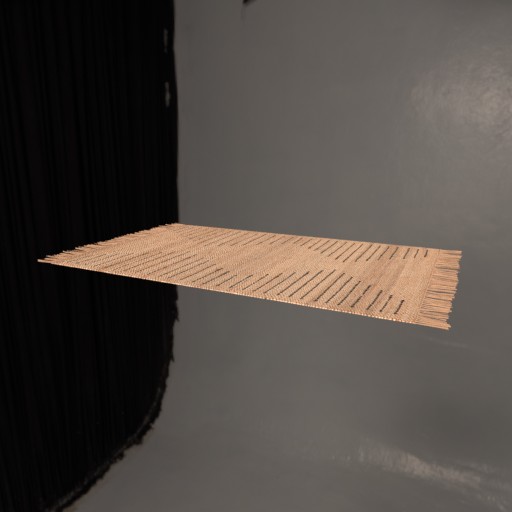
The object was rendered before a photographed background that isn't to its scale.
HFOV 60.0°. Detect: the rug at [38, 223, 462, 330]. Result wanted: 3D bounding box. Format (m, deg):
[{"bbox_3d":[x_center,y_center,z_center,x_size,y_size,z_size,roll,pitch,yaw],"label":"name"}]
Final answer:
[{"bbox_3d":[0.000,0.000,2.487,2.085,0.027,1.224,7,16,25],"label":"rug"}]
